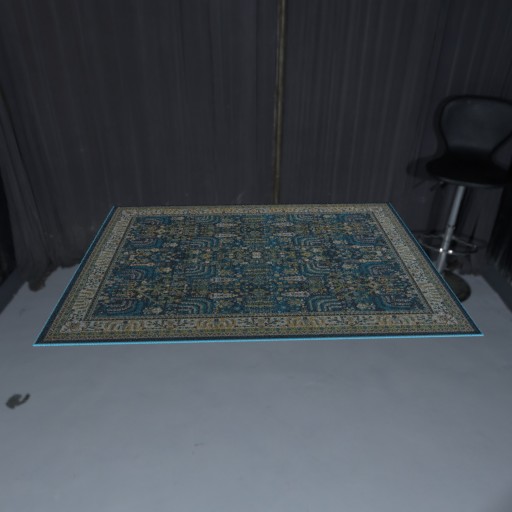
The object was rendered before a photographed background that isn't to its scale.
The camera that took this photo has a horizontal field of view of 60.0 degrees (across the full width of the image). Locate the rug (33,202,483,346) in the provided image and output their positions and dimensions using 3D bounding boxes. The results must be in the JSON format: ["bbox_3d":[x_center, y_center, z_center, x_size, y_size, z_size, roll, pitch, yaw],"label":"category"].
[{"bbox_3d":[0.000,0.000,3.942,3.044,0.015,2.226,-1,31,-2],"label":"rug"}]
